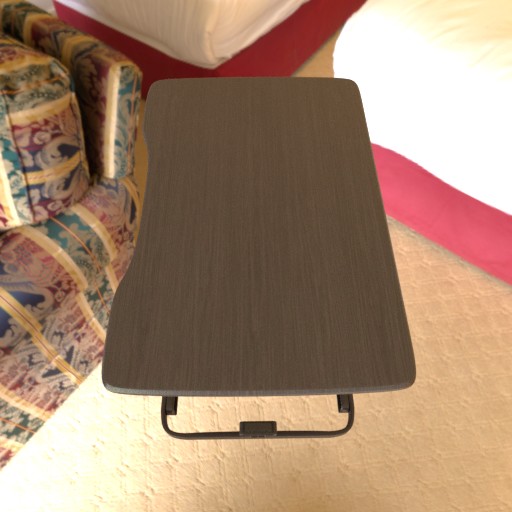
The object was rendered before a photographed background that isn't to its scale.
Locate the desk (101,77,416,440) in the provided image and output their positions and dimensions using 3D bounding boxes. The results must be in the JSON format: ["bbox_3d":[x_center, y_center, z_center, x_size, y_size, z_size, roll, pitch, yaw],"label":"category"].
[{"bbox_3d":[0.000,0.000,1.146,0.546,0.470,0.820,-1,59,0],"label":"desk"}]
